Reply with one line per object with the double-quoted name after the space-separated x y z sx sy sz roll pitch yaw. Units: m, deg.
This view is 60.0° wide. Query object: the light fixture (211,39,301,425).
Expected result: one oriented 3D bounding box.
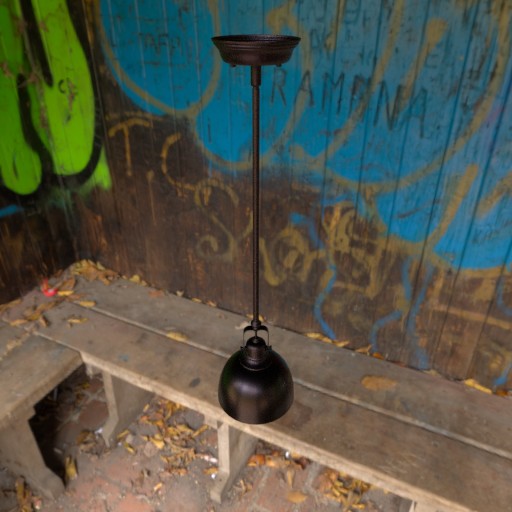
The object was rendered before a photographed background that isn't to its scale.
0.000 0.000 0.868 0.182 0.768 0.182 -1 31 -2 "light fixture"
